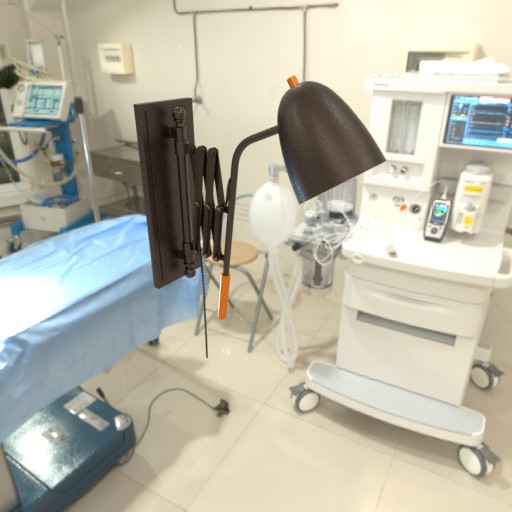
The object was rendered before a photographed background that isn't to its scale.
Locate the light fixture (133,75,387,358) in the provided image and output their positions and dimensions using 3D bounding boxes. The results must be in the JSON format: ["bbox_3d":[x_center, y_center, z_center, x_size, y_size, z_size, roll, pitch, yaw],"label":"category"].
[{"bbox_3d":[0.000,0.000,0.938,0.499,0.715,0.162,18,31,32],"label":"light fixture"}]
